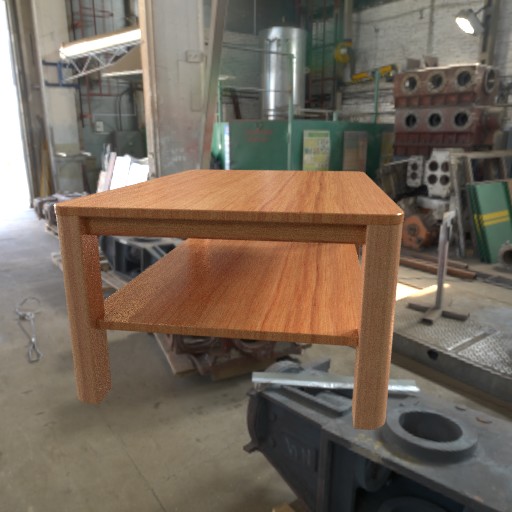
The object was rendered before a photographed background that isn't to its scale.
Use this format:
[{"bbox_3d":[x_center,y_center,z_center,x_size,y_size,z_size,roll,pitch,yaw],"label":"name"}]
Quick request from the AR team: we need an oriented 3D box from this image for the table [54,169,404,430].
[{"bbox_3d":[0.000,0.000,1.365,0.696,0.445,0.997,2,15,8],"label":"table"}]
